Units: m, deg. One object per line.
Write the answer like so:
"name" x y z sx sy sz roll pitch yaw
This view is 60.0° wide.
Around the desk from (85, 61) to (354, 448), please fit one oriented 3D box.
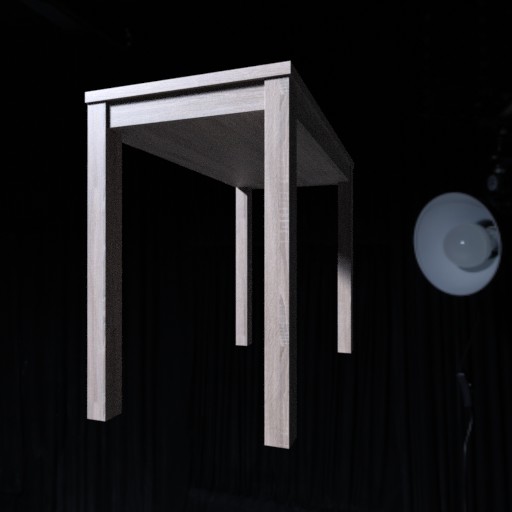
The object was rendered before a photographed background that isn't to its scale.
"desk" 0.000 0.000 1.417 0.495 0.762 0.991 0 0 20
